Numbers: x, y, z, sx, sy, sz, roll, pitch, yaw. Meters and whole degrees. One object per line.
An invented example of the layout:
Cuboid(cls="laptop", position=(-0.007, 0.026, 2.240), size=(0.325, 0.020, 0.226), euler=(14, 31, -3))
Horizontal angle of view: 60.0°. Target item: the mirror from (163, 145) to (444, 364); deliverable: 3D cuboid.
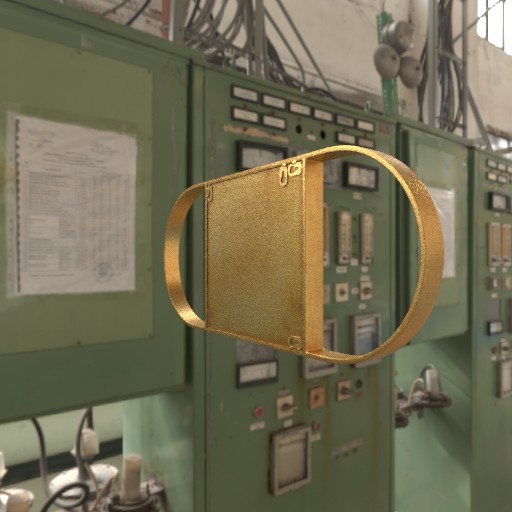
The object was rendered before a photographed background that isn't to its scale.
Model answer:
Cuboid(cls="mirror", position=(0.000, 0.000, 0.663), size=(0.032, 0.254, 0.584), euler=(0, -1, -36))
